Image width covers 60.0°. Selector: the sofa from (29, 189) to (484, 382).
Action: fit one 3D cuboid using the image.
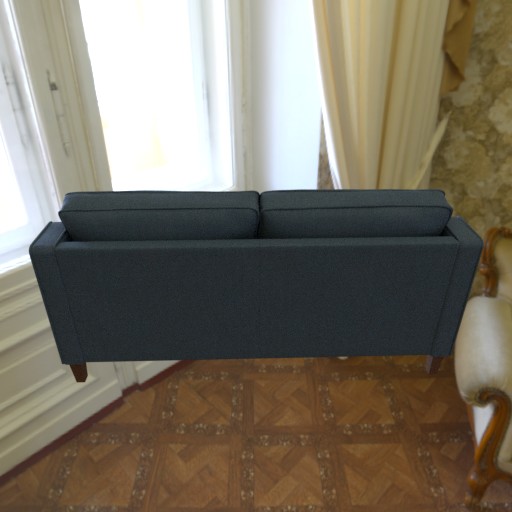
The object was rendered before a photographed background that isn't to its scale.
[{"bbox_3d":[0.000,0.000,2.738,2.178,1.071,1.066,-1,30,-2],"label":"sofa"}]
